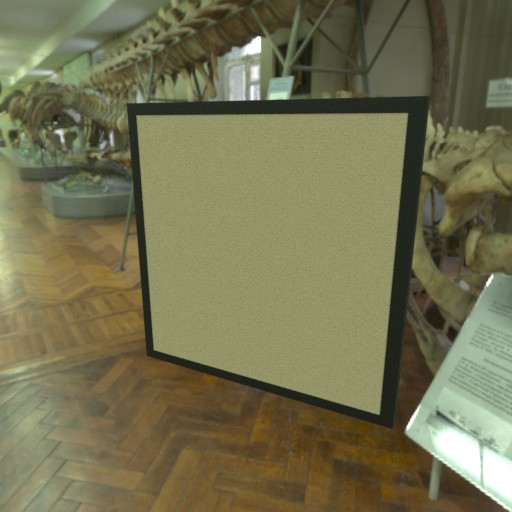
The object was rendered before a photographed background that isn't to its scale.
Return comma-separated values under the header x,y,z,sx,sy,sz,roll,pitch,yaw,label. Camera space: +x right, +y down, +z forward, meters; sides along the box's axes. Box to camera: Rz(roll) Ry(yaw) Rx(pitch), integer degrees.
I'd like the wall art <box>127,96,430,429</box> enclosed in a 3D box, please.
x,y,z,sx,sy,sz,roll,pitch,yaw,label
0.000,0.000,0.459,0.306,0.304,0.015,9,19,26,wall art
